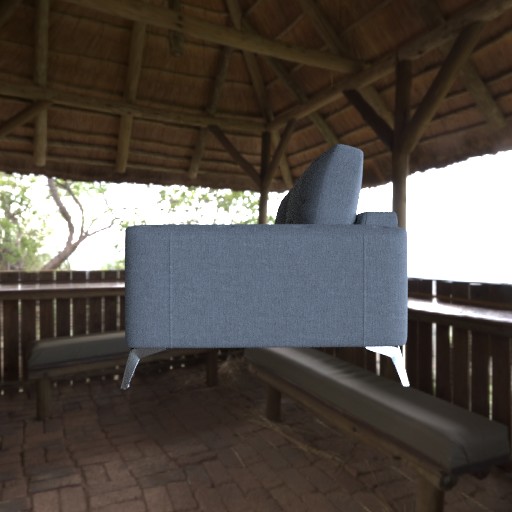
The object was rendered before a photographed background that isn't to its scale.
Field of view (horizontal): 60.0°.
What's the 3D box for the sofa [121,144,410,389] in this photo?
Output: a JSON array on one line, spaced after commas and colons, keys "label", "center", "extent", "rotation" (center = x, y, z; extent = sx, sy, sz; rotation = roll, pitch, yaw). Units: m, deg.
[{"label": "sofa", "center": [0.000, 0.000, 2.161], "extent": [0.920, 0.790, 1.650], "rotation": [0, 1, -2]}]
